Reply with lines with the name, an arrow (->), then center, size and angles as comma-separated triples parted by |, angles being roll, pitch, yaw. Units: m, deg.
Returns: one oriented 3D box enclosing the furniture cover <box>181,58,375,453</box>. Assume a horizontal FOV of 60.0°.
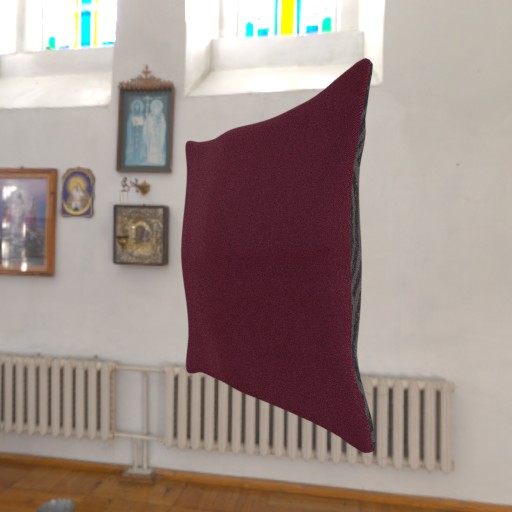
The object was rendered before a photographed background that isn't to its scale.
furniture cover -> 0.000, 0.000, 0.777 | 0.163, 0.513, 0.514 | 0, -1, -35
